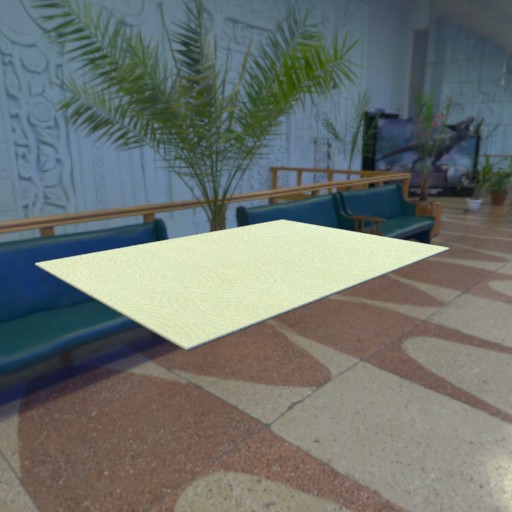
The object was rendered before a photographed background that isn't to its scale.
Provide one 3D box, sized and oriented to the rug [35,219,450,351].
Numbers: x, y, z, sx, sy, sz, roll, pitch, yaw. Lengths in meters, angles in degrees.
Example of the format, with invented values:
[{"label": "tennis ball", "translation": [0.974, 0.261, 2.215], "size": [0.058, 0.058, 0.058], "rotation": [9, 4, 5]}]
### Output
[{"label": "rug", "translation": [0.000, 0.000, 2.781], "size": [2.132, 0.015, 1.526], "rotation": [-14, 20, -42]}]
